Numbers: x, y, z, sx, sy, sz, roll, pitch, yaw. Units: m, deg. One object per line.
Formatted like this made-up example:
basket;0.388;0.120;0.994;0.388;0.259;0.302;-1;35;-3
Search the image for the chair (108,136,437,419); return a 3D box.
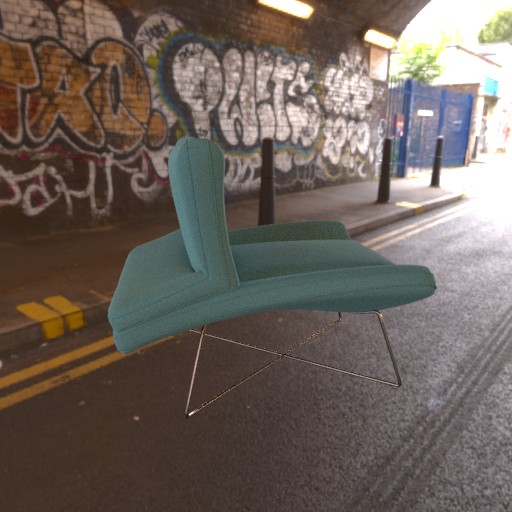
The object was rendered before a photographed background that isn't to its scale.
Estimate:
chair;0.000;0.000;1.650;1.008;0.855;0.859;-3;16;-10
